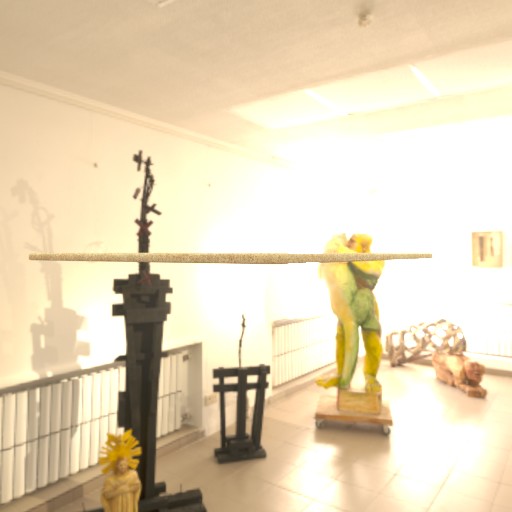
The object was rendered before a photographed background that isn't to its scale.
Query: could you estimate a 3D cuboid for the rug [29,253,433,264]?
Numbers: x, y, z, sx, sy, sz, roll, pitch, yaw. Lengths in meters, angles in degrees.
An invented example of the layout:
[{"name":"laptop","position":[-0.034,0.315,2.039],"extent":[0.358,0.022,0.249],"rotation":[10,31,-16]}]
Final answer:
[{"name":"rug","position":[0.000,0.000,3.393],"extent":[2.009,0.048,2.528],"rotation":[0,0,36]}]
